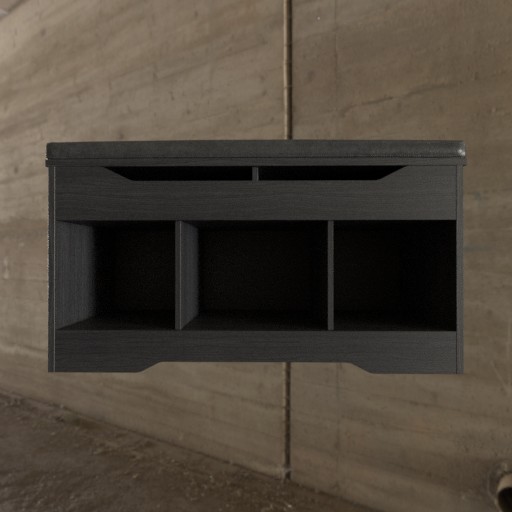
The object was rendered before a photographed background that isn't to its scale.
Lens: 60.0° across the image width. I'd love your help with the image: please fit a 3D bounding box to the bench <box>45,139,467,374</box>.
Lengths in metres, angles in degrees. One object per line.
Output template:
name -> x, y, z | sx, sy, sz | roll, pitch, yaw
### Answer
bench -> 0.000, 0.000, 1.144 | 0.905, 0.501, 0.401 | 0, 0, 1
